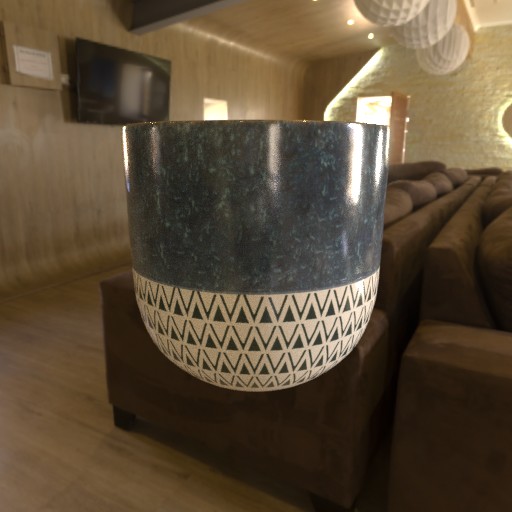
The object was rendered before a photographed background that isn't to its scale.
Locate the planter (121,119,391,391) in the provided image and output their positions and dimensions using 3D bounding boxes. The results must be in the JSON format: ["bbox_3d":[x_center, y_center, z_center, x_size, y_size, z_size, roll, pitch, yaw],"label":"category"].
[{"bbox_3d":[0.000,0.000,0.485,0.266,0.270,0.266,0,14,0],"label":"planter"}]
